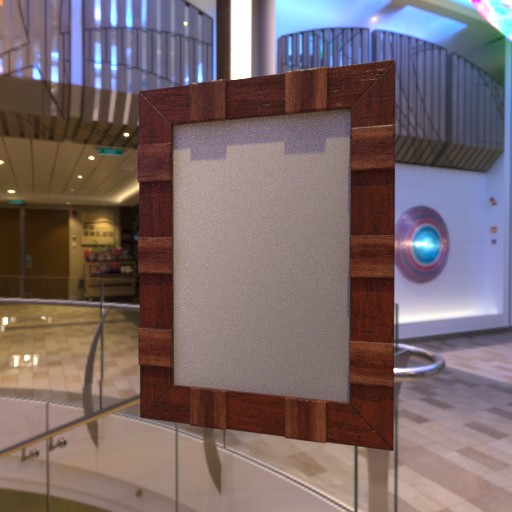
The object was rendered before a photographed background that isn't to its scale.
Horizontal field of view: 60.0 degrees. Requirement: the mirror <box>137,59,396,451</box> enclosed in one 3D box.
[{"bbox_3d":[0.000,0.000,1.005,0.600,0.805,0.021,0,1,18],"label":"mirror"}]
